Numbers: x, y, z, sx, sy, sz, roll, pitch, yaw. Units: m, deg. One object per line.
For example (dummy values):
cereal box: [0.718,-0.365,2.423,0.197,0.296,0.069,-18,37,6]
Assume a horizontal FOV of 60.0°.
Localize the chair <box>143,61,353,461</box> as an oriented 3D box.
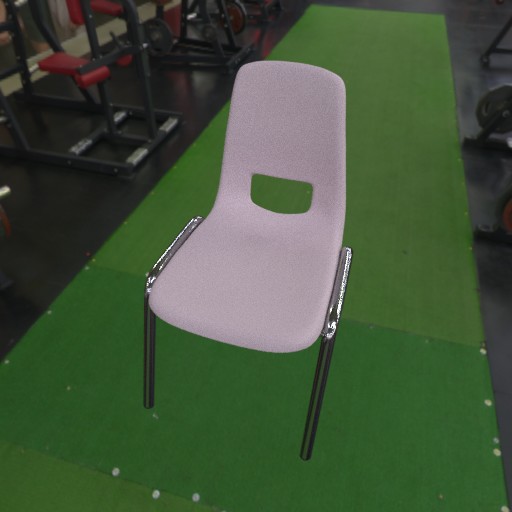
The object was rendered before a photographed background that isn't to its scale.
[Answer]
chair: [0.000,0.000,0.831,0.354,0.586,0.423,12,43,14]
